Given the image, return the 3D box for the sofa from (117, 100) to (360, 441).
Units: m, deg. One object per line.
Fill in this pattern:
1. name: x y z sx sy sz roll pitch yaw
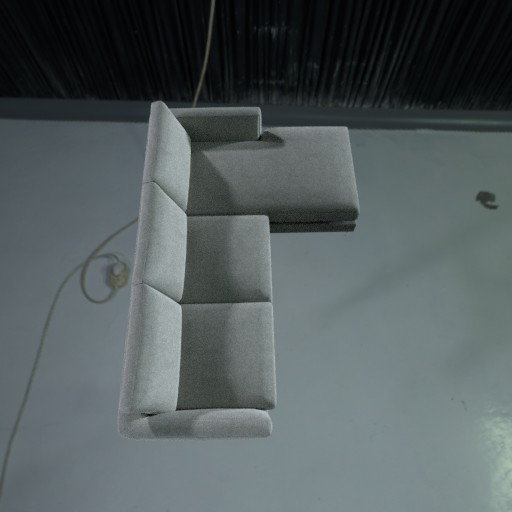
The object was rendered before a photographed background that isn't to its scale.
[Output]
1. sofa: 0.000 0.000 3.166 1.626 0.864 2.438 -1 65 -1
